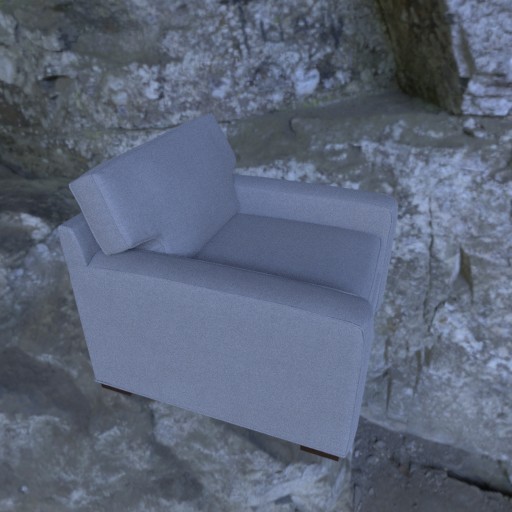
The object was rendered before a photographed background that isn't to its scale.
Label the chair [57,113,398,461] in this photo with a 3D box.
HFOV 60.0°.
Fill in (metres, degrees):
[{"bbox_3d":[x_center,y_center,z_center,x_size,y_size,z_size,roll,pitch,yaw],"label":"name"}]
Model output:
[{"bbox_3d":[0.000,0.000,1.834,1.044,0.934,0.999,10,32,17],"label":"chair"}]
